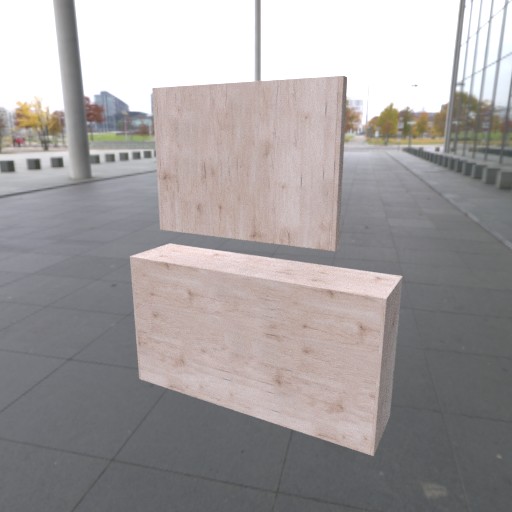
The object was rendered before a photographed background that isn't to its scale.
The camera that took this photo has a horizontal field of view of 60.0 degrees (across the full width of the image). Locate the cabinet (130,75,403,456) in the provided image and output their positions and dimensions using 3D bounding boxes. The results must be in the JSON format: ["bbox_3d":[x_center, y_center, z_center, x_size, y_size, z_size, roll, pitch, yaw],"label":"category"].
[{"bbox_3d":[0.000,0.000,2.753,1.700,1.981,0.420,8,17,27],"label":"cabinet"}]
